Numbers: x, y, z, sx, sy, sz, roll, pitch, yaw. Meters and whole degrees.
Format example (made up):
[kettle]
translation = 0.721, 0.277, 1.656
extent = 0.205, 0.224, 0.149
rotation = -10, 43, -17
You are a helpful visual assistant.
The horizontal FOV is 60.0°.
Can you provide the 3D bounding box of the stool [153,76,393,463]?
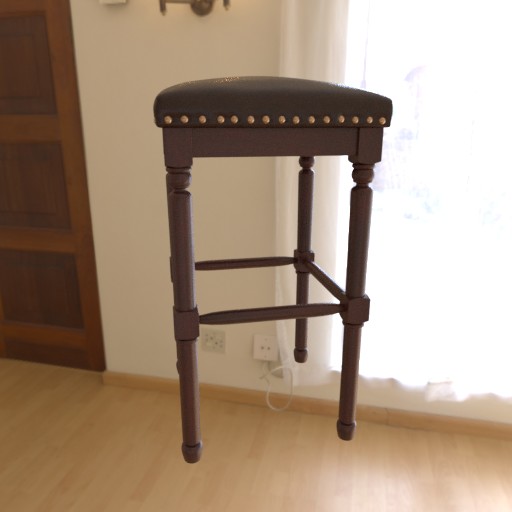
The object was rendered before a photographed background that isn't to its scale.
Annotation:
[stool]
translation = 0.000, 0.000, 0.936
extent = 0.382, 0.702, 0.383
rotation = -3, 17, -11
